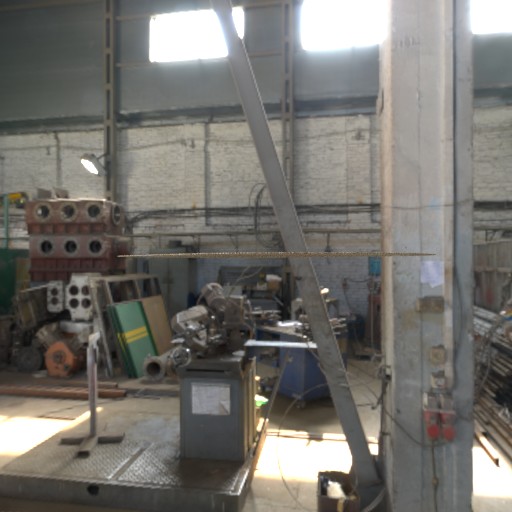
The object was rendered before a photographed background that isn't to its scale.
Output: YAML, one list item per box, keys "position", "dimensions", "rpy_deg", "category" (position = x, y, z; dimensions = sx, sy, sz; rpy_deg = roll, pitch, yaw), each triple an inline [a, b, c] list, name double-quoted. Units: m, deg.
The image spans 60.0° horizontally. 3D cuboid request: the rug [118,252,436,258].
- position: [0.000, 0.000, 3.039]
  dimensions: [1.520, 0.006, 2.432]
  rpy_deg: [0, -1, -35]
  category: "rug"
